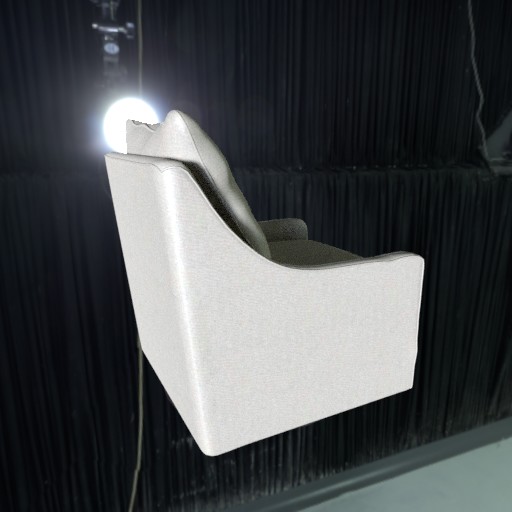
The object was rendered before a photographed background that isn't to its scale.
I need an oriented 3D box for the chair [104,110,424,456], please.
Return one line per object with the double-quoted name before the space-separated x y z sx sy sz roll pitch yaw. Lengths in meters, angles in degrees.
"chair" 0.000 0.000 1.575 0.876 0.942 0.760 -8 17 -26
